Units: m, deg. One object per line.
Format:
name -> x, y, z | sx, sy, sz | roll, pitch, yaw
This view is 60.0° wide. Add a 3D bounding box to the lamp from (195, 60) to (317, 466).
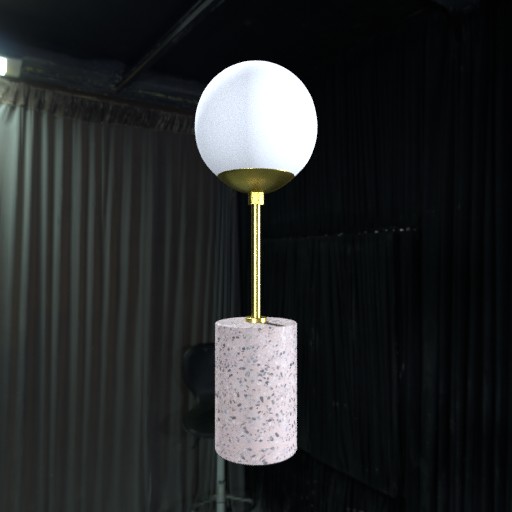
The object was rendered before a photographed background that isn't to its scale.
lamp -> 0.000, 0.000, 0.559 | 0.153, 0.480, 0.153 | 0, -1, 0
